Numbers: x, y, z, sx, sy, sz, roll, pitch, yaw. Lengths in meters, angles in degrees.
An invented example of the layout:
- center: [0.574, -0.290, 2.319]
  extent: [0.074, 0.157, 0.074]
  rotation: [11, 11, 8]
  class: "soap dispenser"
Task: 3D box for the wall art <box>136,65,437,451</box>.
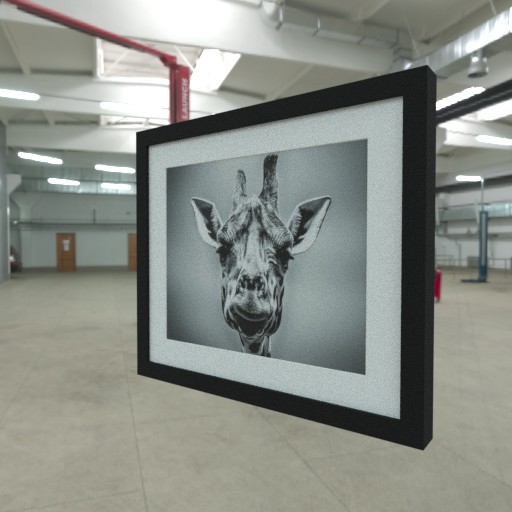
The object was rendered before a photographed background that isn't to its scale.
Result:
- center: [0.000, 0.000, 0.503]
  extent: [0.381, 0.330, 0.031]
  rotation: [1, 2, 36]
  class: "wall art"
